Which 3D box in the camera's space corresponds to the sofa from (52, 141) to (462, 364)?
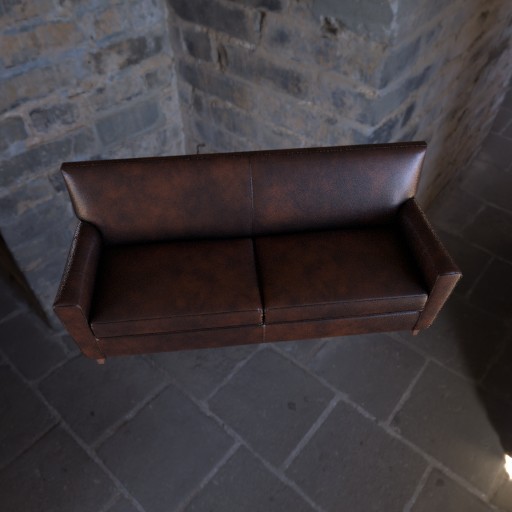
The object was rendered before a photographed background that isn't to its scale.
[{"bbox_3d":[0.000,0.000,2.468,1.995,0.871,0.786,-4,47,-4],"label":"sofa"}]
